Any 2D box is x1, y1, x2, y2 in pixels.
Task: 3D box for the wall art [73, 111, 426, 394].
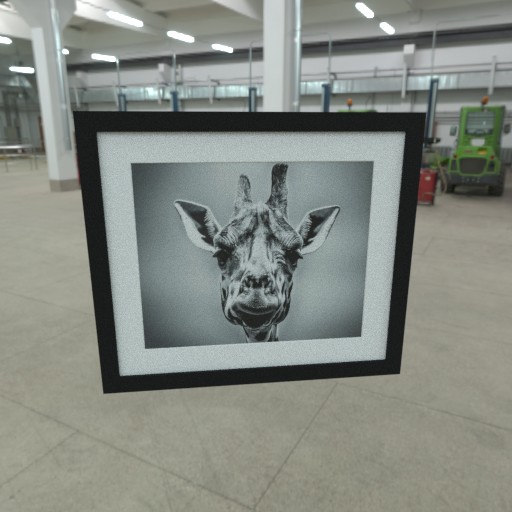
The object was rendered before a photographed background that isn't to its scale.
[{"bbox_3d":[0.000,0.000,0.534,0.381,0.330,0.031,-2,16,-7],"label":"wall art"}]
